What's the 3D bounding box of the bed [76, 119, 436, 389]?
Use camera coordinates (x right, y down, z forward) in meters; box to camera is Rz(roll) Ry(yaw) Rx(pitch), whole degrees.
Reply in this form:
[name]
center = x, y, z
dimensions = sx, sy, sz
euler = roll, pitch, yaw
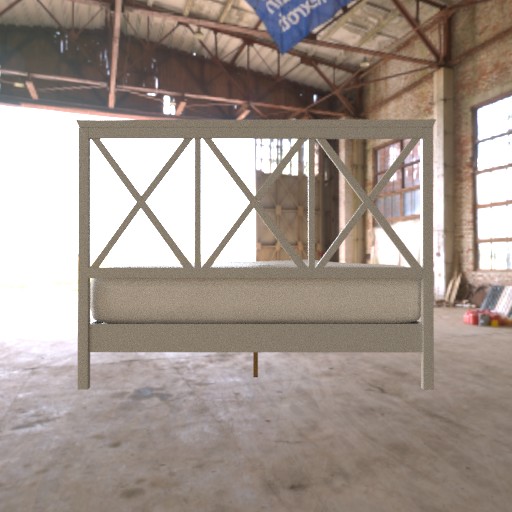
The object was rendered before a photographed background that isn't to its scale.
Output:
[bed]
center = 0.000, 0.000, 3.119
dimensions = 1.673, 1.253, 2.135
euler = 0, 0, 0
